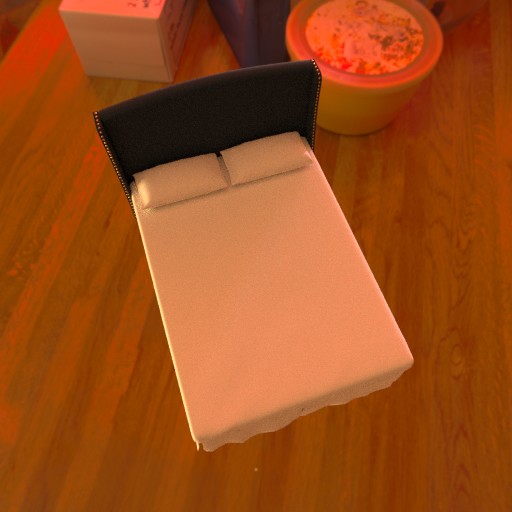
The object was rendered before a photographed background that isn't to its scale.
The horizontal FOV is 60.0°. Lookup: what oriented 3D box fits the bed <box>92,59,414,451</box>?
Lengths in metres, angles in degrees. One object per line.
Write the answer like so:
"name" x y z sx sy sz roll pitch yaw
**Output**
"bed" 0.000 0.000 3.179 1.604 1.402 2.223 -17 65 -8
